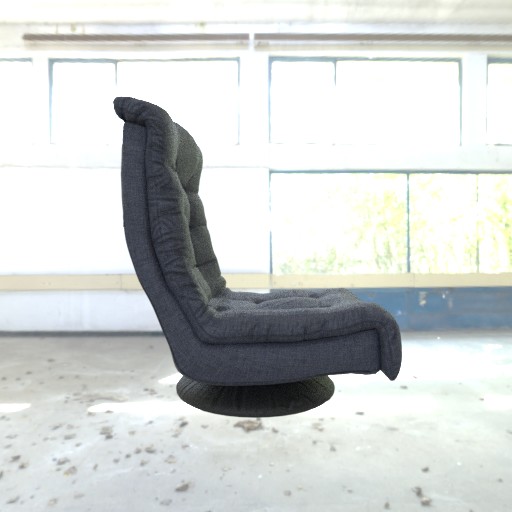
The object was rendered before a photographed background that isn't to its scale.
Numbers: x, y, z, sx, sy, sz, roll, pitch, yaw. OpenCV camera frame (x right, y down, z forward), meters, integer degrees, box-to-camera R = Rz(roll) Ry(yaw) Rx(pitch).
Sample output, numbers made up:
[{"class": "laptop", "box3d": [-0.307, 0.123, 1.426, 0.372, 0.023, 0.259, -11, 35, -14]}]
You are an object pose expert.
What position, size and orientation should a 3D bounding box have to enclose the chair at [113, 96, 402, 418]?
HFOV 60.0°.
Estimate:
[{"class": "chair", "box3d": [0.000, 0.000, 1.229, 0.668, 0.749, 0.597, 0, 1, 0]}]
